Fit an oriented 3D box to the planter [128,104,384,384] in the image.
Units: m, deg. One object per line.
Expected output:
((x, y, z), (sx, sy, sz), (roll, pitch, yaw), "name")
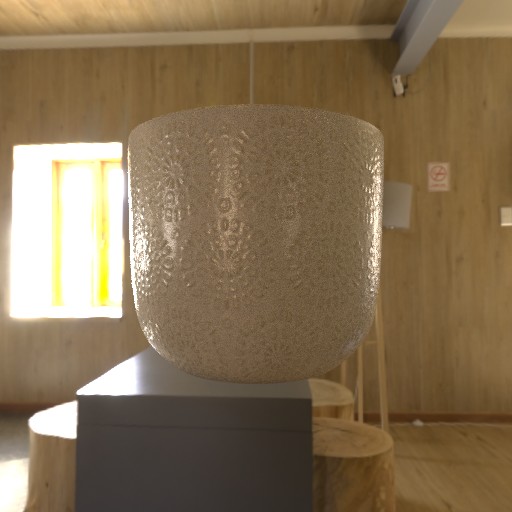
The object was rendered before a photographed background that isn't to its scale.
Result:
((0.000, 0.000, 0.306), (0.170, 0.152, 0.170), (0, 0, 0), "planter")
